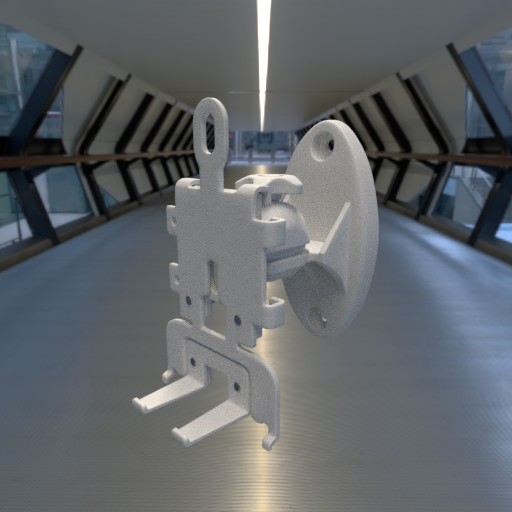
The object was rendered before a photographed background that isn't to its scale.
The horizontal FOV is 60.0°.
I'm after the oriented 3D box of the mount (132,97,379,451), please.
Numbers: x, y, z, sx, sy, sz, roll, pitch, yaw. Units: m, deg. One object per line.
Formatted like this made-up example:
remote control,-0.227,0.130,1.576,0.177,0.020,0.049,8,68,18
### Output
mount,0.000,0.000,0.179,0.100,0.118,0.066,-14,20,-43
